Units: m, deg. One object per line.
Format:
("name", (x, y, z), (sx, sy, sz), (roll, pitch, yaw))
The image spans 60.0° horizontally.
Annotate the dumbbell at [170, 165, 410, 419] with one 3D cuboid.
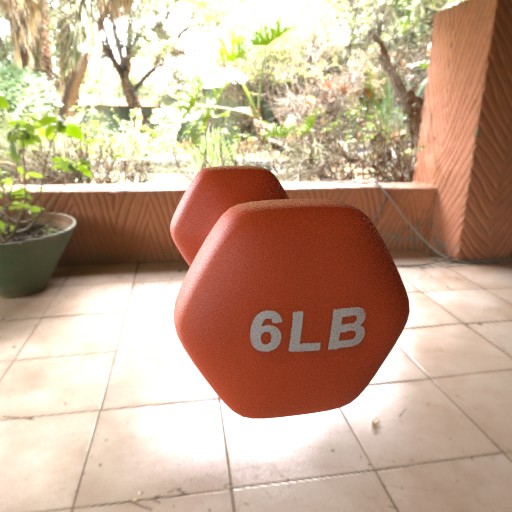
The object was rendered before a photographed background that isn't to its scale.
("dumbbell", (0.000, 0.000, 0.206), (0.079, 0.071, 0.162), (-3, 17, -10))
